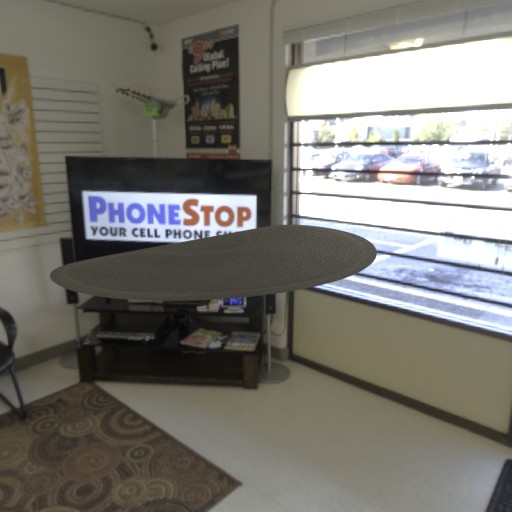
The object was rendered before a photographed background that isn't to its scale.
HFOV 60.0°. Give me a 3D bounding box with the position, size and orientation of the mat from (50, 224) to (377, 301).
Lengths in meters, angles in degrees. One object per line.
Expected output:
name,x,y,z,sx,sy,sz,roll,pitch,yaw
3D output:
mat,0.000,0.000,1.901,0.913,0.013,1.524,14,19,43
